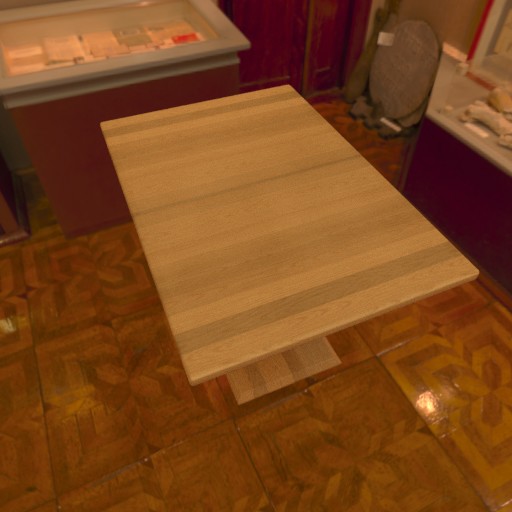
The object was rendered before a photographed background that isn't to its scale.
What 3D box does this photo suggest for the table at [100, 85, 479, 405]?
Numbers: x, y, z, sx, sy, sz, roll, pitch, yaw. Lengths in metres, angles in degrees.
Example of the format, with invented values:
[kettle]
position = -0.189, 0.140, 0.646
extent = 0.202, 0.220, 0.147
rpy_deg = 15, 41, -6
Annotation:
[table]
position = 0.000, 0.000, 1.880
extent = 0.900, 0.770, 1.300
rpy_deg = -17, 49, -15
